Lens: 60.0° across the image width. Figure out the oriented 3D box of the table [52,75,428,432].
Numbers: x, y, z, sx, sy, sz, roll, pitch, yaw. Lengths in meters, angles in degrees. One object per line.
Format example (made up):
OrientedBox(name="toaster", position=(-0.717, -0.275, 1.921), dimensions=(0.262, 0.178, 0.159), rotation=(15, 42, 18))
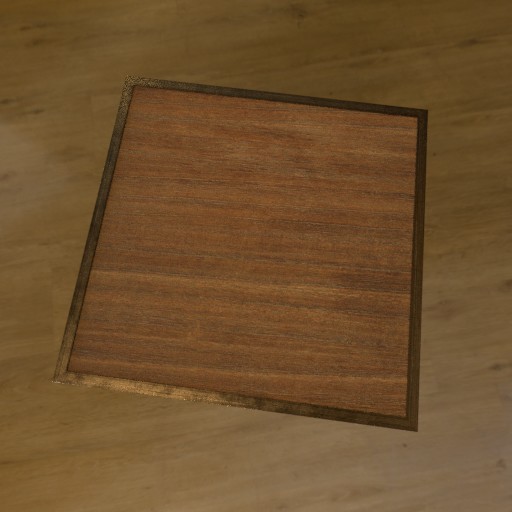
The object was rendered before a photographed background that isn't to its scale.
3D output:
OrientedBox(name="table", position=(0.000, 0.000, 1.424), dimensions=(0.909, 0.451, 0.899), rotation=(7, 75, 2))
